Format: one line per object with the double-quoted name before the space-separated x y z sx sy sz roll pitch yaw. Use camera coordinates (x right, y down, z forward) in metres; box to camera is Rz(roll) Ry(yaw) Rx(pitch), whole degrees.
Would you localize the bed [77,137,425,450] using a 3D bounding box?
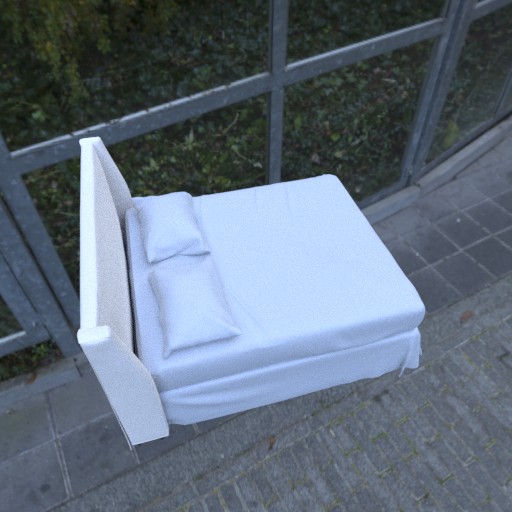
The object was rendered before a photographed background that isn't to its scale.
"bed" 0.000 0.000 3.384 2.276 1.332 1.925 -11 47 -11
